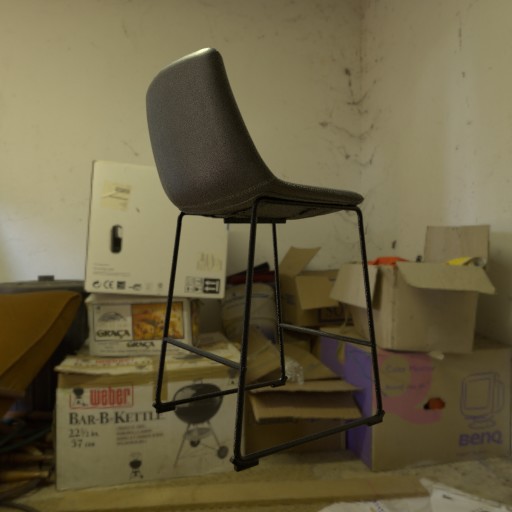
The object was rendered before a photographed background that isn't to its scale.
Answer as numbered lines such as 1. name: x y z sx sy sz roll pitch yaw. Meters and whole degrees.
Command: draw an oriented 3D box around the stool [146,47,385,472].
1. stool: 0.000 0.000 1.182 0.546 0.876 0.470 0 1 -36
